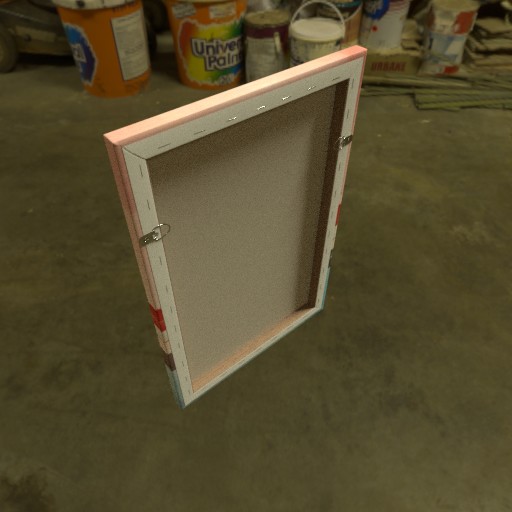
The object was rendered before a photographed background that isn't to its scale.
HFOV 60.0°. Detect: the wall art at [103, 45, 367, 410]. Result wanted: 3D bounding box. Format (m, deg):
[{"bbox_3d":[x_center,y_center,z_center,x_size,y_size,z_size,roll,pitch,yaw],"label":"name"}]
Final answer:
[{"bbox_3d":[0.000,0.000,1.165,0.610,0.914,0.038,-30,52,-27],"label":"wall art"}]
